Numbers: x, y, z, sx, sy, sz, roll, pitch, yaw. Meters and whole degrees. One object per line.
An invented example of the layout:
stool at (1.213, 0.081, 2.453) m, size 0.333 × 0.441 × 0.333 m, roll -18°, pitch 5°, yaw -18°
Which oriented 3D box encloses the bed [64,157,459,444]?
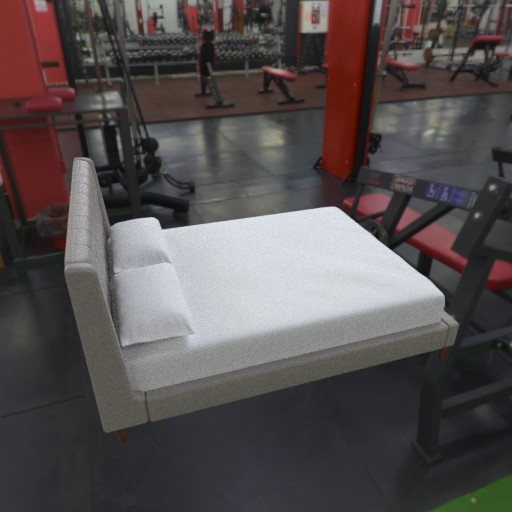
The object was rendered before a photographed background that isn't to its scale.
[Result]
bed at (0.000, 0.000, 3.099) m, size 2.232 × 1.147 × 1.656 m, roll -9°, pitch 31°, yaw -16°
